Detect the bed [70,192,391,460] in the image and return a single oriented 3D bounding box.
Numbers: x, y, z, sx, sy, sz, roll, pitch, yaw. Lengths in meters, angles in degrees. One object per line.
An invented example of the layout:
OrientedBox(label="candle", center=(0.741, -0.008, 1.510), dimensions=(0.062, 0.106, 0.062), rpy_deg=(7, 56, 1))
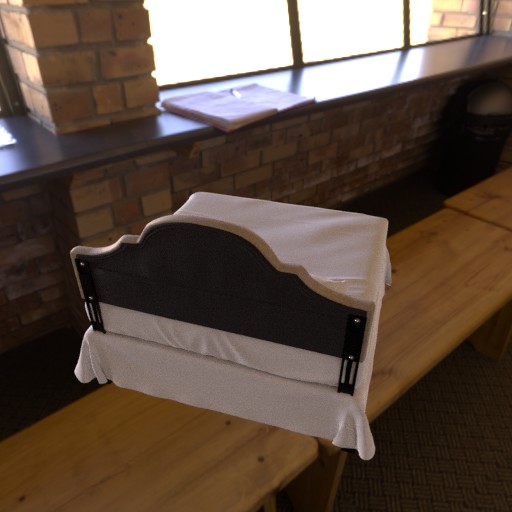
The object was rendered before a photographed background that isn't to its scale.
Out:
OrientedBox(label="bed", center=(0.000, 0.000, 3.652), dimensions=(2.303, 1.631, 2.222), rpy_deg=(10, 34, 15))
